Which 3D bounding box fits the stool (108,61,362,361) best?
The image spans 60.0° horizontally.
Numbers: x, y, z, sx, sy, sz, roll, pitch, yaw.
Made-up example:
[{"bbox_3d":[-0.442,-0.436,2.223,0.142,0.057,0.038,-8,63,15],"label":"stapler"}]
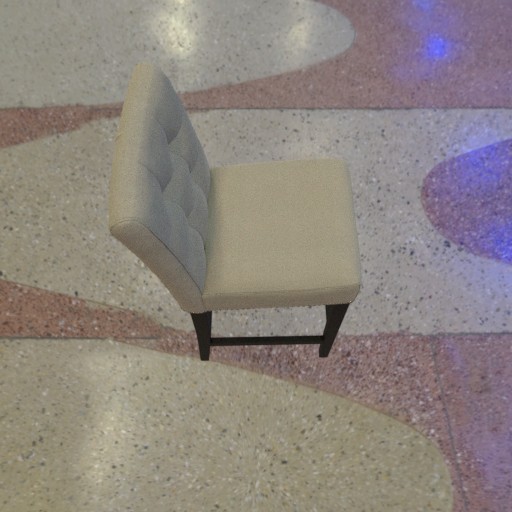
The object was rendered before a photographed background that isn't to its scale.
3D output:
[{"bbox_3d":[0.000,0.000,1.304,0.548,1.047,0.411,0,64,0],"label":"stool"}]
